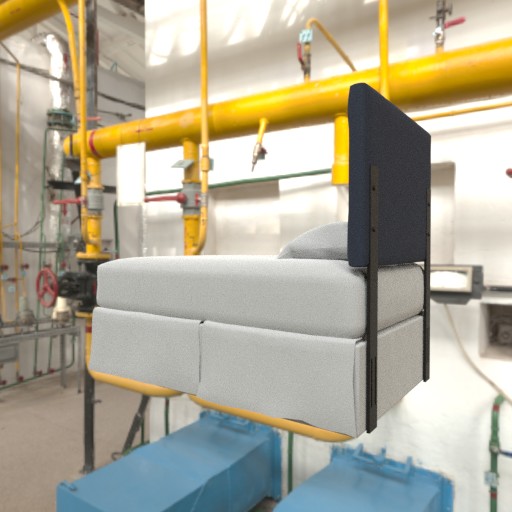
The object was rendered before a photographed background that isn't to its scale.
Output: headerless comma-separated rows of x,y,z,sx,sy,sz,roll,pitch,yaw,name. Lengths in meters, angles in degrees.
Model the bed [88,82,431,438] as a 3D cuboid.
0.000,0.000,2.968,1.997,1.571,1.261,1,1,35,bed
